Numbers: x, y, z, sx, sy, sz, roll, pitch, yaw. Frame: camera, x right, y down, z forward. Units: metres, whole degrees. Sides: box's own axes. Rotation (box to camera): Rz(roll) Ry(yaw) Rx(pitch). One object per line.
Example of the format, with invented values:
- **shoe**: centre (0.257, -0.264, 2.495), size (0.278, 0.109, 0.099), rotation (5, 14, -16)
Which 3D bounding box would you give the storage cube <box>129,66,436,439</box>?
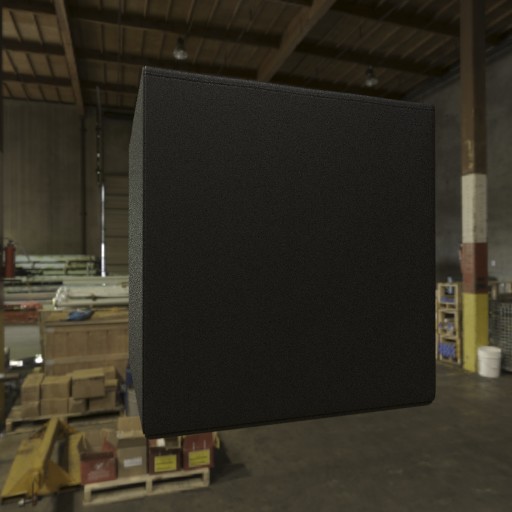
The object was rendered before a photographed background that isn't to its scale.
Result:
- **storage cube**: centre (0.000, 0.000, 0.495), size (0.270, 0.280, 0.270), rotation (0, 0, -18)
